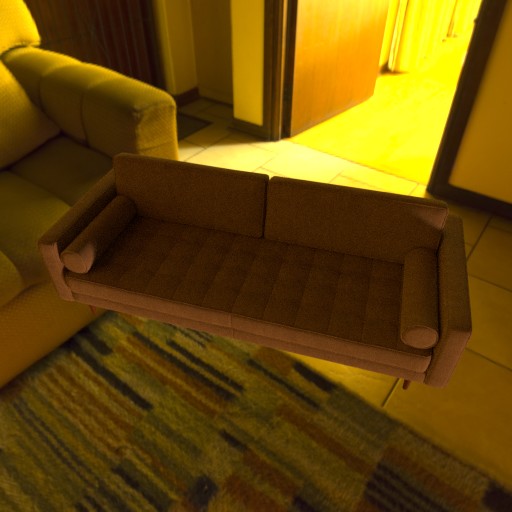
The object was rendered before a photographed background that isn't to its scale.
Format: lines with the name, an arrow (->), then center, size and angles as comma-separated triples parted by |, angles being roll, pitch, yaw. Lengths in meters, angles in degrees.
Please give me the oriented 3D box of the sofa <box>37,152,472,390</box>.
sofa -> 0.000, 0.000, 2.547 | 2.200, 0.770, 0.919 | 11, 42, 12
